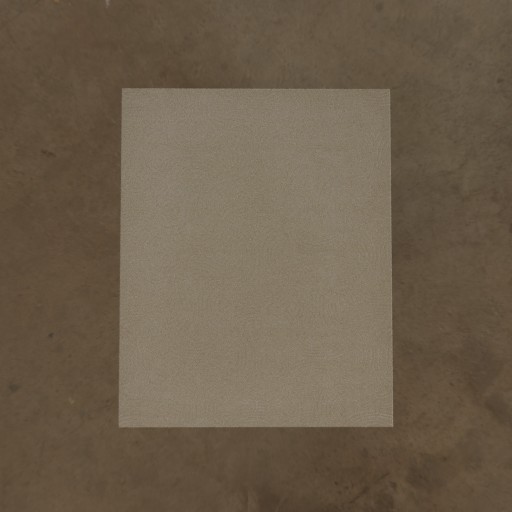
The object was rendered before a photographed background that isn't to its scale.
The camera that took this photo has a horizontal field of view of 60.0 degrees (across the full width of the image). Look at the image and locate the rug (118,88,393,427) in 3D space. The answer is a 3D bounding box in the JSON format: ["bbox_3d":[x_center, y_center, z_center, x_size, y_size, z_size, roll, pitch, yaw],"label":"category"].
[{"bbox_3d":[0.000,0.000,3.382,2.073,0.011,2.584,0,88,0],"label":"rug"}]
